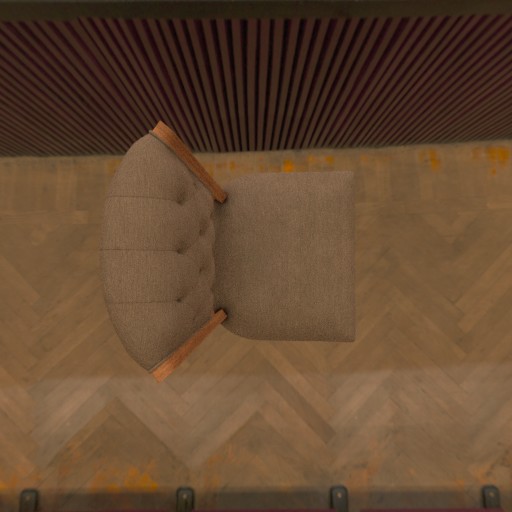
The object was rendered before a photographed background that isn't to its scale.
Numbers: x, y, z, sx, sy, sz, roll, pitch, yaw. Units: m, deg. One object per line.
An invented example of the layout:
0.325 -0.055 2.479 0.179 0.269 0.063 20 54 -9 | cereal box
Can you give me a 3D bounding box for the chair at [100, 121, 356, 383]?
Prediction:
0.000 0.000 1.249 0.584 0.905 0.513 0 89 0 | chair
